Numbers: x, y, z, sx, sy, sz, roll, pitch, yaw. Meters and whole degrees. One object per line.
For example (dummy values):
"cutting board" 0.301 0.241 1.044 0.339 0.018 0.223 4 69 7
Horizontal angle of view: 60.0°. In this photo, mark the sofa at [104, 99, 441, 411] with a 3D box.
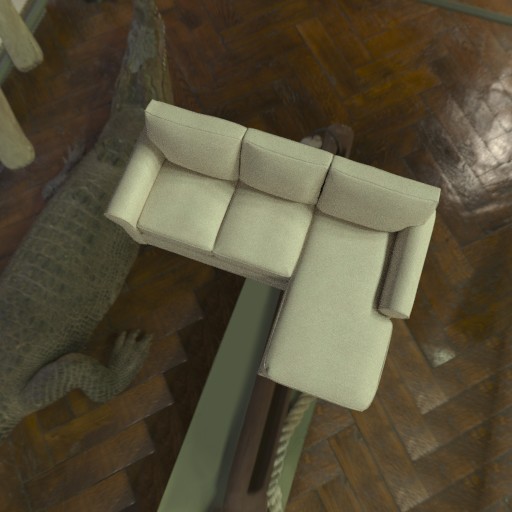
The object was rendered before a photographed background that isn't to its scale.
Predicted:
"sofa" 0.000 0.000 2.499 1.770 0.734 1.226 19 76 5
